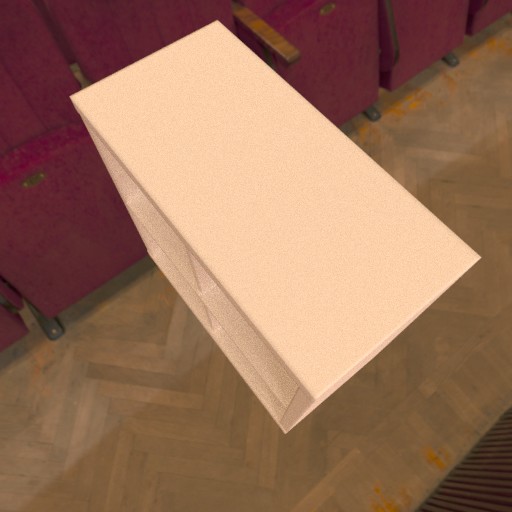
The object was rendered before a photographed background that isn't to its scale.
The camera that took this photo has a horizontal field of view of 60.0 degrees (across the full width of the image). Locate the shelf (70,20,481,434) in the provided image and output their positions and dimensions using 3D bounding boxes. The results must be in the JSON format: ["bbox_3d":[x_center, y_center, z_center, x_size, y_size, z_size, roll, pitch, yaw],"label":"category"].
[{"bbox_3d":[0.000,0.000,1.218,0.390,0.786,0.790,-35,70,-15],"label":"shelf"}]
